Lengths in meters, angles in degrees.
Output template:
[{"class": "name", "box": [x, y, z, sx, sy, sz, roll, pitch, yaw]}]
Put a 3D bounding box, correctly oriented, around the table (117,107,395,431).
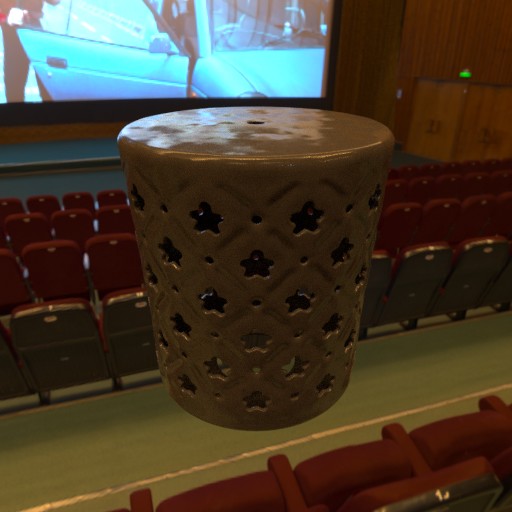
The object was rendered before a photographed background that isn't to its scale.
[{"class": "table", "box": [0.000, 0.000, 0.662, 0.352, 0.387, 0.352, 0, 26, 0]}]
